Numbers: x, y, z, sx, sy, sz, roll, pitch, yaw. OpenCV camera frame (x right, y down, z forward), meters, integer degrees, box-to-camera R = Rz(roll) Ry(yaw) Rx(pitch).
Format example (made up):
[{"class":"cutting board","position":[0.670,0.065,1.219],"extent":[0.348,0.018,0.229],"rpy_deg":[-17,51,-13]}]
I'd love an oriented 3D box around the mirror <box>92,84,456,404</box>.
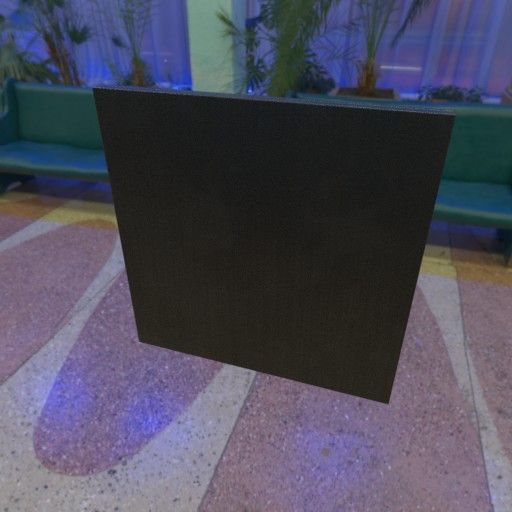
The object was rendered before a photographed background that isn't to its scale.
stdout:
[{"class":"mirror","position":[0.000,0.000,0.552],"extent":[0.382,0.381,0.020],"rpy_deg":[10,33,16]}]
